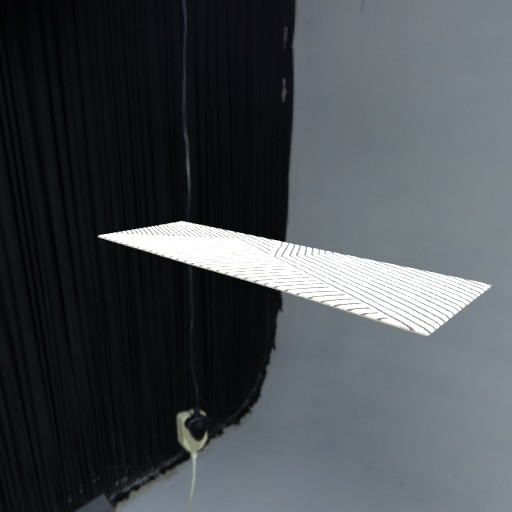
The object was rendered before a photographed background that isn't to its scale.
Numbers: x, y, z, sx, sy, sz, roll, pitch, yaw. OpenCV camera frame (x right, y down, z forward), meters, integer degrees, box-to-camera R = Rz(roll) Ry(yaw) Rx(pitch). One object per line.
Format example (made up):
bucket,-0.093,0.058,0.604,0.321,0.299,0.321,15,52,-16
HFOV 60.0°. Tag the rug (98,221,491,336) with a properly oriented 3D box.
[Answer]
rug,0.000,0.000,2.696,2.439,0.020,0.773,14,20,41
